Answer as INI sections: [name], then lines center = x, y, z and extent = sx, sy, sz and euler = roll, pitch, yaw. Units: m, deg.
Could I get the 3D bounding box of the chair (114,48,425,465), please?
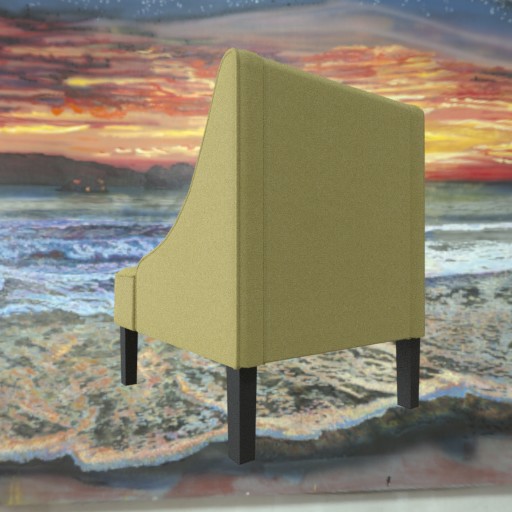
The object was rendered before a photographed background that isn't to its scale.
[chair]
center = 0.000, 0.000, 1.449
extent = 0.696, 0.896, 0.814
euler = 0, 0, -36
